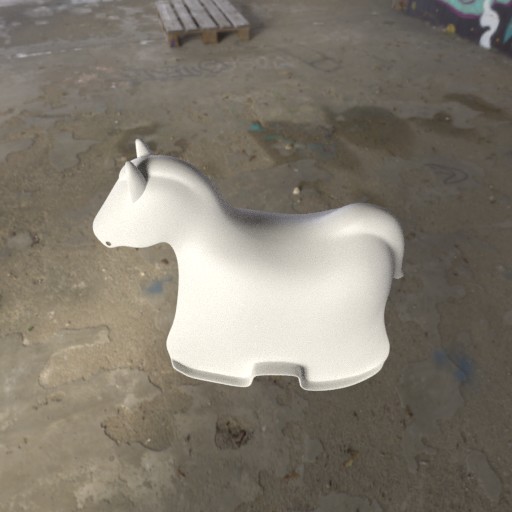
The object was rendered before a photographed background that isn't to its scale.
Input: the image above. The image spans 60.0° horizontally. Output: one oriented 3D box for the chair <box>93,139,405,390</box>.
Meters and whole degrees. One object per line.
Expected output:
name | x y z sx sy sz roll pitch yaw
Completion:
chair | 0.000 0.000 1.165 0.800 0.612 0.429 0 42 1
